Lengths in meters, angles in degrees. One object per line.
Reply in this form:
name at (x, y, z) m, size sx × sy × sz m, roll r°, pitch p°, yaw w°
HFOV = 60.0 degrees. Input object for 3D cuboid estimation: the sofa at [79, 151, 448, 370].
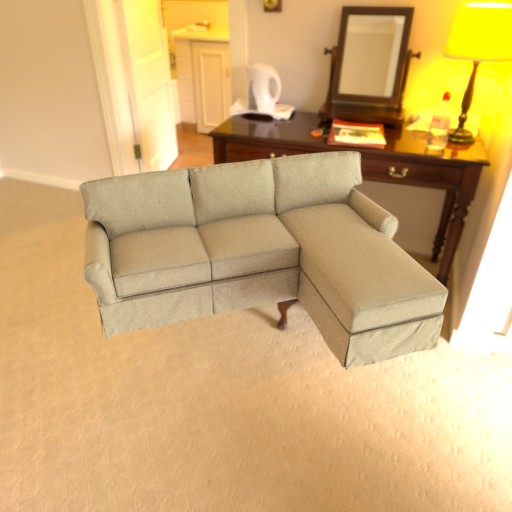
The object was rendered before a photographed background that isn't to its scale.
sofa at (0.000, 0.000, 3.365) m, size 2.475 × 0.978 × 1.733 m, roll -10°, pitch 34°, yaw -15°
